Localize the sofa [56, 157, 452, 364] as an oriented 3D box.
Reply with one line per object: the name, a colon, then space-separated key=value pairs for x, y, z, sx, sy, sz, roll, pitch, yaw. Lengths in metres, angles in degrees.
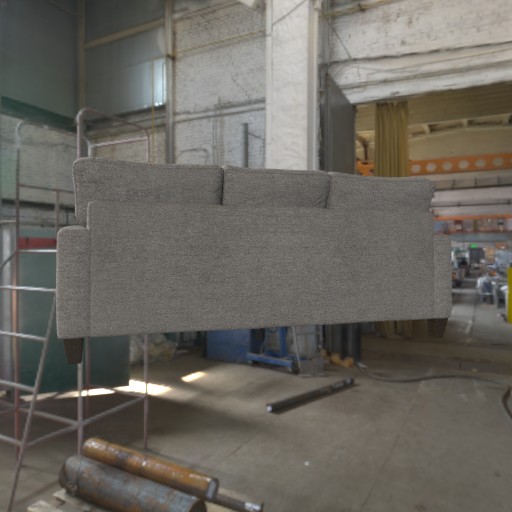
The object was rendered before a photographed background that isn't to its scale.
sofa: x=0.000 y=0.000 z=2.708 sx=2.158 sy=0.965 sz=0.951 roll=0 pitch=0 yaw=-18
